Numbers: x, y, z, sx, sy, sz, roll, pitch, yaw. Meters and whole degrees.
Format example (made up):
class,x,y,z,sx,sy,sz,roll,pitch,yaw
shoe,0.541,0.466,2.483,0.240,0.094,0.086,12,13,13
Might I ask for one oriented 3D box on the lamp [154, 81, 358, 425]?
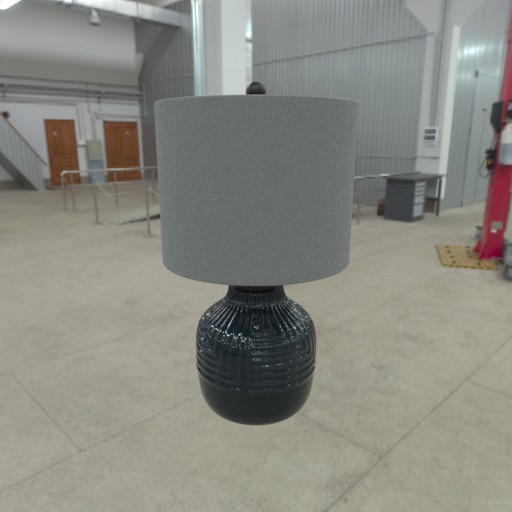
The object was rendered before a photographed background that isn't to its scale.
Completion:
class,x,y,z,sx,sy,sz,roll,pitch,yaw
lamp,0.000,0.000,0.769,0.318,0.567,0.318,0,15,0
